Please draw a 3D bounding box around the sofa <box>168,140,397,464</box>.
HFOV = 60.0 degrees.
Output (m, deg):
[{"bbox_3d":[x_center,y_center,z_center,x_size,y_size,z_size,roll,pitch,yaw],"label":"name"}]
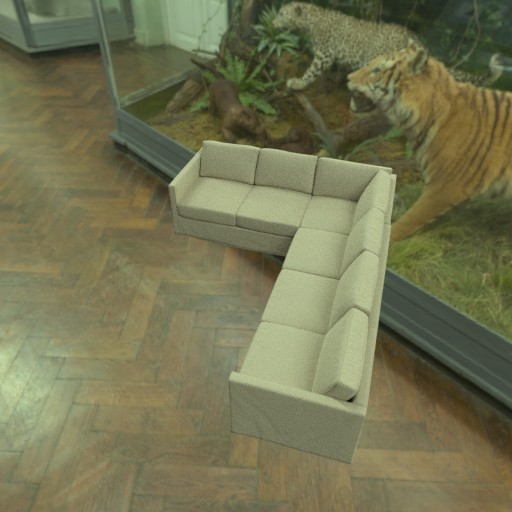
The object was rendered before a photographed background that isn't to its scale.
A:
[{"bbox_3d":[0.000,0.000,4.361,2.432,0.871,3.182,11,41,13],"label":"sofa"}]
